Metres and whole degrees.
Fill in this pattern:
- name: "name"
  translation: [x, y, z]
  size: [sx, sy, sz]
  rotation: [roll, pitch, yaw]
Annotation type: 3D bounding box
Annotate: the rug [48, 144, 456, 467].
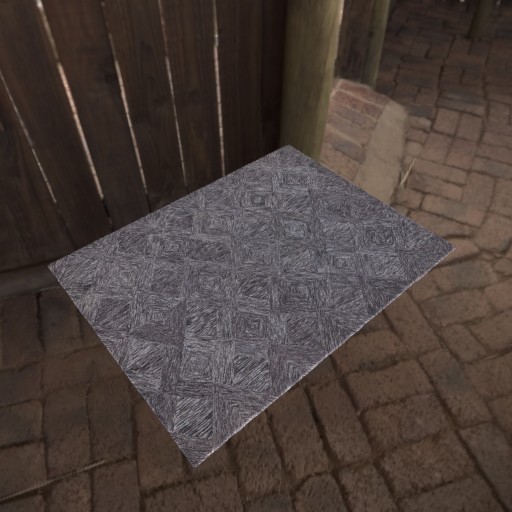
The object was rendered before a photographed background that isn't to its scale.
- name: "rug"
  translation: [0.000, 0.000, 4.344]
  size: [3.204, 0.017, 2.448]
  rotation: [-32, 55, -27]
